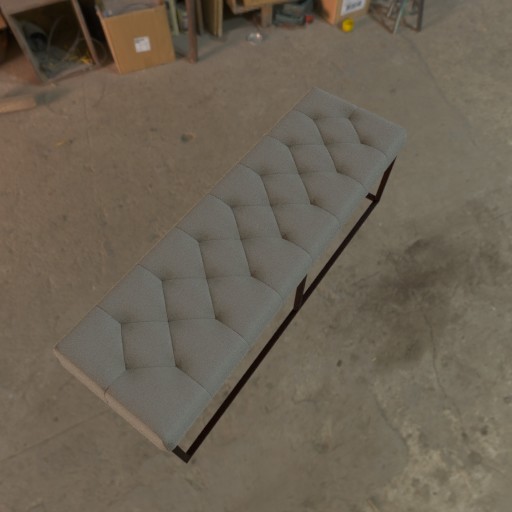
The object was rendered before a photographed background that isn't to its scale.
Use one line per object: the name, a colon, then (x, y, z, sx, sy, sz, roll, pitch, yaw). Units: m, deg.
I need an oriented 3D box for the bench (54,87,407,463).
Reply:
bench: (0.000, 0.000, 1.748, 0.479, 0.488, 1.488, 32, 64, 18)
